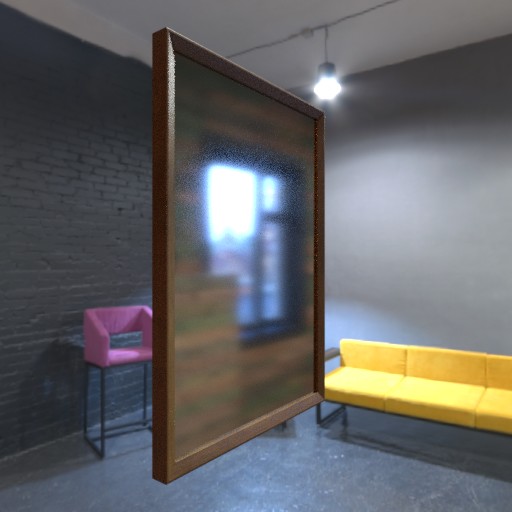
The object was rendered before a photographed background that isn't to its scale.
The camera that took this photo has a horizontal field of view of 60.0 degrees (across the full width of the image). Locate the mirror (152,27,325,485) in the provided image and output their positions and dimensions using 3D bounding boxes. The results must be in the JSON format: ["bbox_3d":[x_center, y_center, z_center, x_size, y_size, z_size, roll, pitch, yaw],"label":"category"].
[{"bbox_3d":[0.000,0.000,0.899,0.039,0.711,0.508,0,0,37],"label":"mirror"}]
